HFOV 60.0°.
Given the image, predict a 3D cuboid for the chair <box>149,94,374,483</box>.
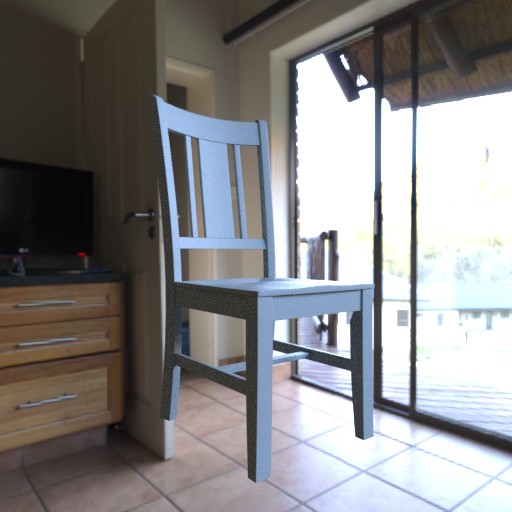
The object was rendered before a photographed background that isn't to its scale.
[{"bbox_3d":[0.000,0.000,1.310,0.450,0.998,0.555,0,0,-37],"label":"chair"}]
